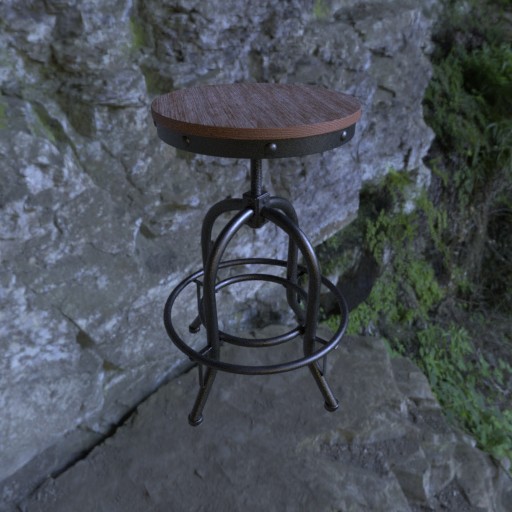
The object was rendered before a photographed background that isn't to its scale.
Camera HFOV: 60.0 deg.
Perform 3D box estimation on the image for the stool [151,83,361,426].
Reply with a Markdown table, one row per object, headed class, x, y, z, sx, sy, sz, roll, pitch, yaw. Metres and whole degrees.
| class | x | y | z | sx | sy | sz | roll | pitch | yaw |
| --- | --- | --- | --- | --- | --- | --- | --- | --- | --- |
| stool | 0.000 | 0.000 | 0.903 | 0.439 | 0.609 | 0.439 | 22 | 37 | 32 |
